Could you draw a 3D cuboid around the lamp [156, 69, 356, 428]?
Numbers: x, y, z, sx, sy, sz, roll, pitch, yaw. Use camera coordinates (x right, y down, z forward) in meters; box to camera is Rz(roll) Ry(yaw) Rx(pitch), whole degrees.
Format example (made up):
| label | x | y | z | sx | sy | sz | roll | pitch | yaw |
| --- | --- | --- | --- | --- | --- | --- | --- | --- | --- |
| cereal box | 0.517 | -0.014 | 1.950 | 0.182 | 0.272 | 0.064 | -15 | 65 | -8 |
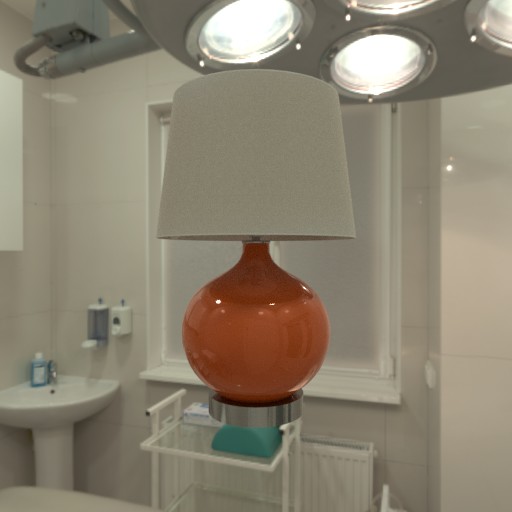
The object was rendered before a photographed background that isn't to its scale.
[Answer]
| label | x | y | z | sx | sy | sz | roll | pitch | yaw |
| --- | --- | --- | --- | --- | --- | --- | --- | --- | --- |
| lamp | 0.000 | 0.000 | 0.559 | 0.247 | 0.387 | 0.247 | 0 | 0 | 0 |
